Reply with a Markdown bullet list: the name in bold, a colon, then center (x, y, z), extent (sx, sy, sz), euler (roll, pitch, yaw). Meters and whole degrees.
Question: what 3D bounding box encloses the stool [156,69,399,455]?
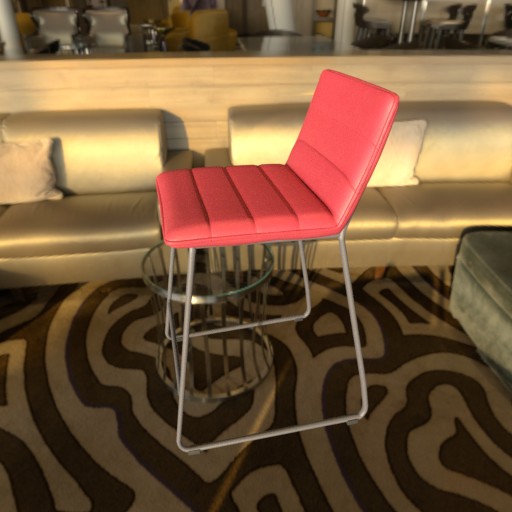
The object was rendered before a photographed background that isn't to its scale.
- **stool**: center (0.000, 0.000, 1.170), extent (0.524, 0.866, 0.489), euler (-7, 31, -12)
